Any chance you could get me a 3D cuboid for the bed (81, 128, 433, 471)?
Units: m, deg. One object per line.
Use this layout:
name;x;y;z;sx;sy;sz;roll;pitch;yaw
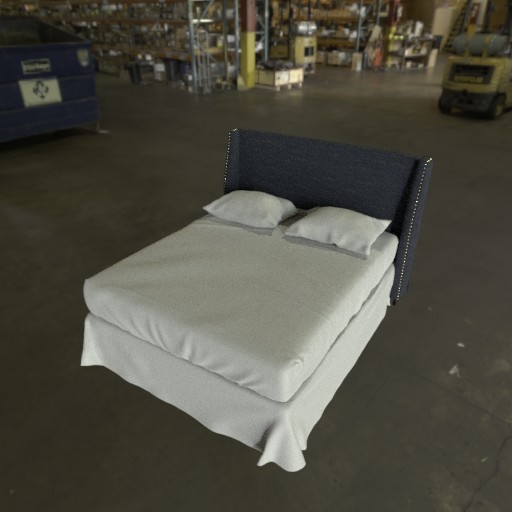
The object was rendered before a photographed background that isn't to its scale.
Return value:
bed;0.000;0.000;3.429;1.925;1.332;2.276;17;33;28
